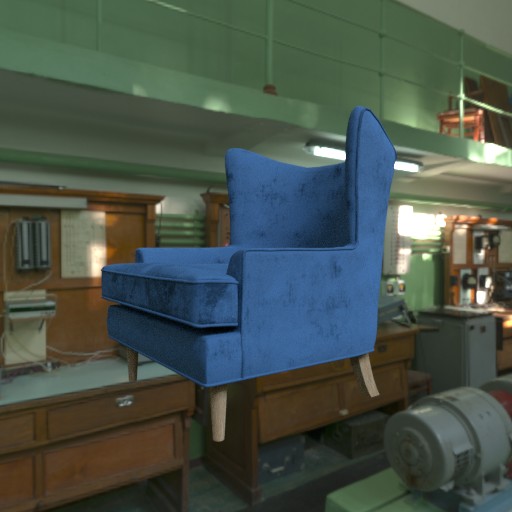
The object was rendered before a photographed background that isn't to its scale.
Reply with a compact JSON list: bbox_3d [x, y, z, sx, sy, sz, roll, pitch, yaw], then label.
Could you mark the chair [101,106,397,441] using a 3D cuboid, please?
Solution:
[{"bbox_3d":[0.000,0.000,1.621,0.910,0.952,0.793,-1,1,-36],"label":"chair"}]
